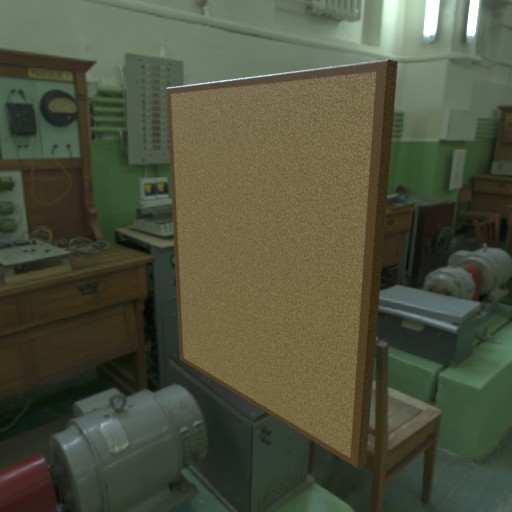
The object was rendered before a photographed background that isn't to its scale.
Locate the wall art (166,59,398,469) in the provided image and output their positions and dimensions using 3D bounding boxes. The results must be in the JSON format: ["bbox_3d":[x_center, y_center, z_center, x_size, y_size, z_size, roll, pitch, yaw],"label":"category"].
[{"bbox_3d":[0.000,0.000,0.730,0.021,0.550,0.449,-14,21,-42],"label":"wall art"}]
